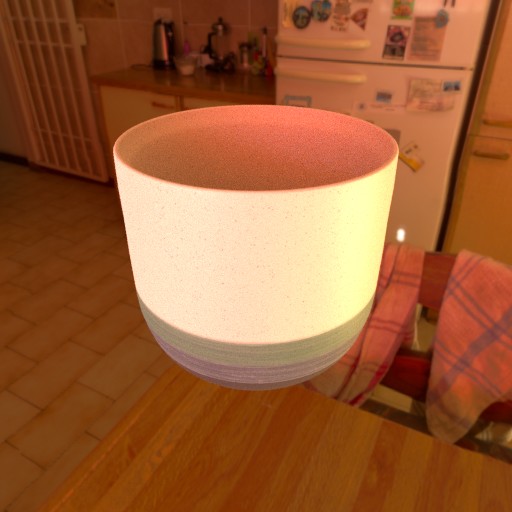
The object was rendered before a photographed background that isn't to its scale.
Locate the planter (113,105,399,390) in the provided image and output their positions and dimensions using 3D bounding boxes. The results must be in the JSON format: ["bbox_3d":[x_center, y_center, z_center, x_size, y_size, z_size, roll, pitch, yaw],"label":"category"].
[{"bbox_3d":[0.000,0.000,0.498,0.268,0.270,0.268,0,32,0],"label":"planter"}]
